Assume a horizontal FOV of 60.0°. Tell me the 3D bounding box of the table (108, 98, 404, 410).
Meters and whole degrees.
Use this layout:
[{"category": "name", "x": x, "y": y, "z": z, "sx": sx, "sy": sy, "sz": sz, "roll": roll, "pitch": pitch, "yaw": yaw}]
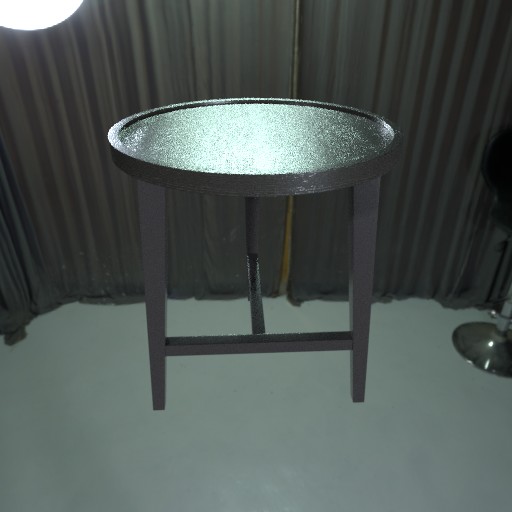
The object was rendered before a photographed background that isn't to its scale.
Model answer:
[{"category": "table", "x": 0.000, "y": 0.000, "z": 0.912, "sx": 0.500, "sy": 0.531, "sz": 0.500, "roll": 0, "pitch": 30, "yaw": 0}]
